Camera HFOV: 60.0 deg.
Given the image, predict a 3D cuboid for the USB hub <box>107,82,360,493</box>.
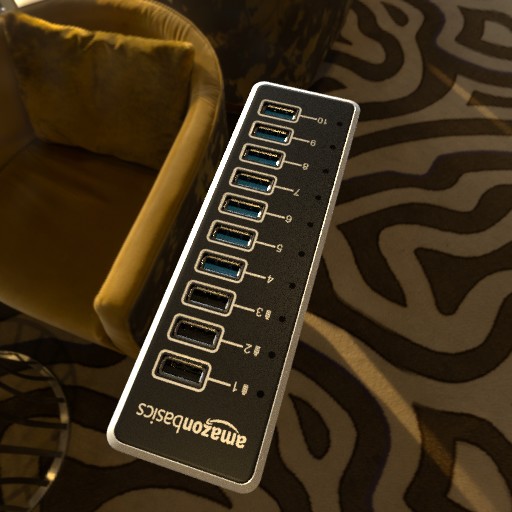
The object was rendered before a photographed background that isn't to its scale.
[{"bbox_3d":[0.000,0.000,0.158,0.044,0.023,0.145,15,65,7],"label":"USB hub"}]
